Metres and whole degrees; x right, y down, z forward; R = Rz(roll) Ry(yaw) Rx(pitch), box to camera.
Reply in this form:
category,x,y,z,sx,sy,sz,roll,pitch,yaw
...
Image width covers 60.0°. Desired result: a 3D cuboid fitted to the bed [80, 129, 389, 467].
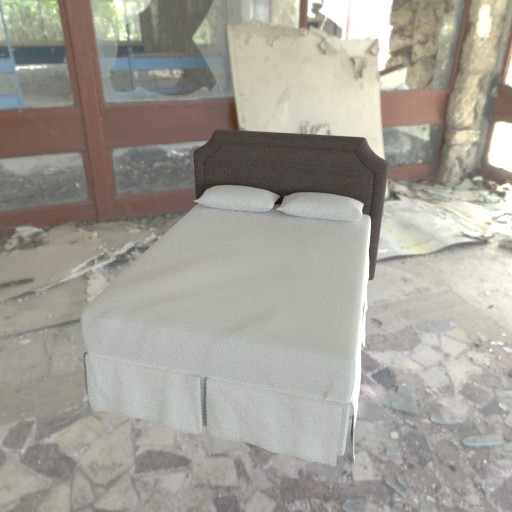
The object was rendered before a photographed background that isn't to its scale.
category,x,y,z,sx,sy,sz,roll,pitch,yaw
bed,0.000,0.000,3.098,1.693,1.290,2.116,7,28,13
